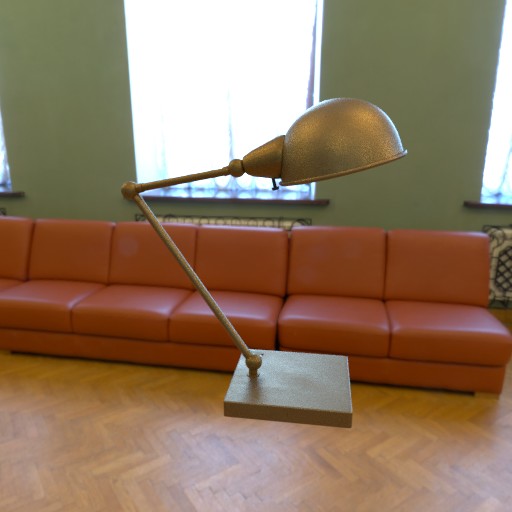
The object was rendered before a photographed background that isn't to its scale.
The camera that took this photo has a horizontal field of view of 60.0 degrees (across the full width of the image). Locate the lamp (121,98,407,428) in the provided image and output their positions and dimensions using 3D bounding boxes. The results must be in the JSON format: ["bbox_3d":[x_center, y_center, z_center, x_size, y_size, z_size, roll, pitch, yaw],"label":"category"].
[{"bbox_3d":[0.000,0.000,0.554,0.339,0.371,0.149,2,16,8],"label":"lamp"}]
